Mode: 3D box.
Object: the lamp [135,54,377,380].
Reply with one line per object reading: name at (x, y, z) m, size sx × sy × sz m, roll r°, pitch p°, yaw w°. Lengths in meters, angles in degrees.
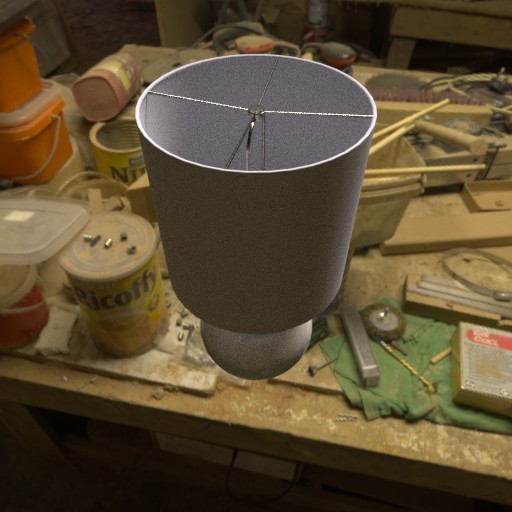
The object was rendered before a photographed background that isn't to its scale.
lamp at (0.000, 0.000, 0.549) m, size 0.217 × 0.404 × 0.217 m, roll 9°, pitch 47°, yaw 9°
